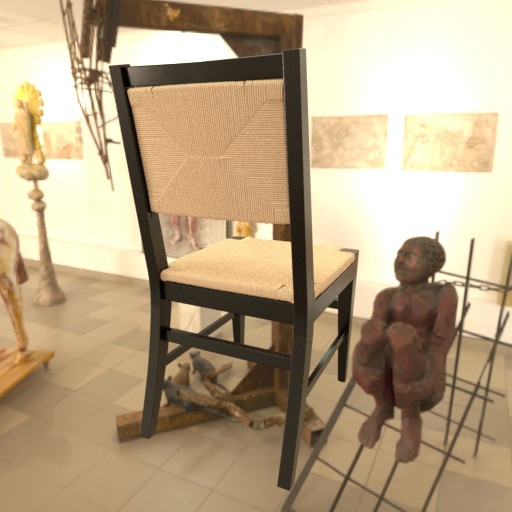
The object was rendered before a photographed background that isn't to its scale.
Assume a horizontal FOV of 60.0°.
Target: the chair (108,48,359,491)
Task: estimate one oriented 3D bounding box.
[{"bbox_3d":[0.000,0.000,1.201,0.437,0.927,0.552,7,17,25],"label":"chair"}]
